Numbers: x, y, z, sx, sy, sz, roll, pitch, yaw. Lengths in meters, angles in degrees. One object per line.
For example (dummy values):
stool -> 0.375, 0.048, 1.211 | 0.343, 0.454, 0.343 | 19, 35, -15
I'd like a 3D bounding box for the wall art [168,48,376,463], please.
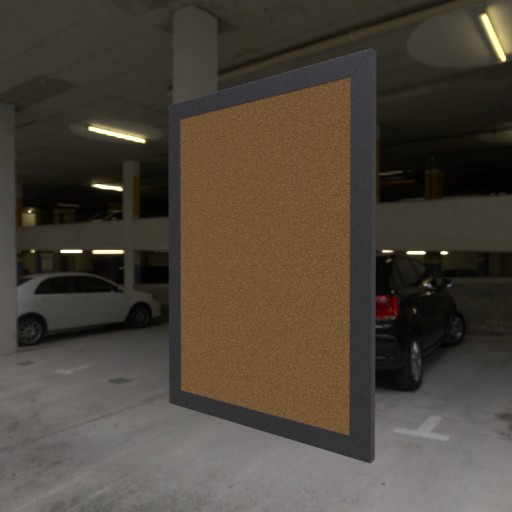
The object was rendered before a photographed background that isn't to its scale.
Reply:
wall art -> 0.000, 0.000, 0.687 | 0.380, 0.534, 0.013 | 1, 1, 37
